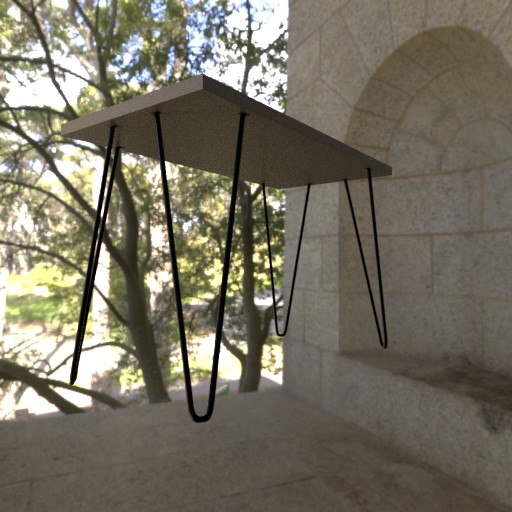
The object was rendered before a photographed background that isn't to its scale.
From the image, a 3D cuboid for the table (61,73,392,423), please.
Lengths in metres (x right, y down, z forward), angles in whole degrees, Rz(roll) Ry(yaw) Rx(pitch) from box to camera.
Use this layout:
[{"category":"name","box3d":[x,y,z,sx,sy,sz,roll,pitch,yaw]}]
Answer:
[{"category":"table","box3d":[0.000,0.000,1.368,0.499,0.660,0.991,-1,-2,37]}]
